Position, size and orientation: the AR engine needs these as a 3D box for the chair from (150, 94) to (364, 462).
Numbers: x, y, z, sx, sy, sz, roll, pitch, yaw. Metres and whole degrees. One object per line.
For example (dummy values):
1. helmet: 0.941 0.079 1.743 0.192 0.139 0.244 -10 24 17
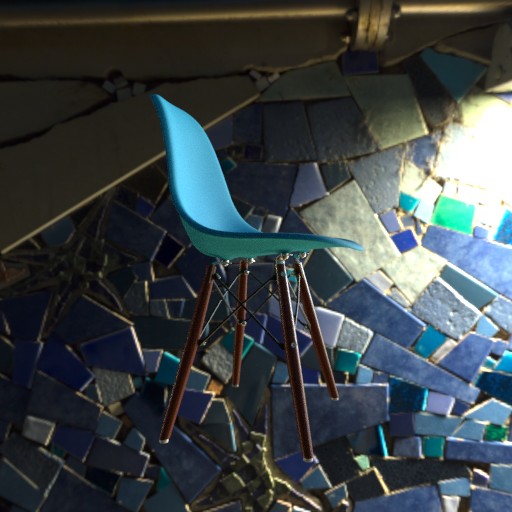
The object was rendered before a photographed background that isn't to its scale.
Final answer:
1. chair: 0.000 0.000 1.132 0.533 0.826 0.470 0 1 18
